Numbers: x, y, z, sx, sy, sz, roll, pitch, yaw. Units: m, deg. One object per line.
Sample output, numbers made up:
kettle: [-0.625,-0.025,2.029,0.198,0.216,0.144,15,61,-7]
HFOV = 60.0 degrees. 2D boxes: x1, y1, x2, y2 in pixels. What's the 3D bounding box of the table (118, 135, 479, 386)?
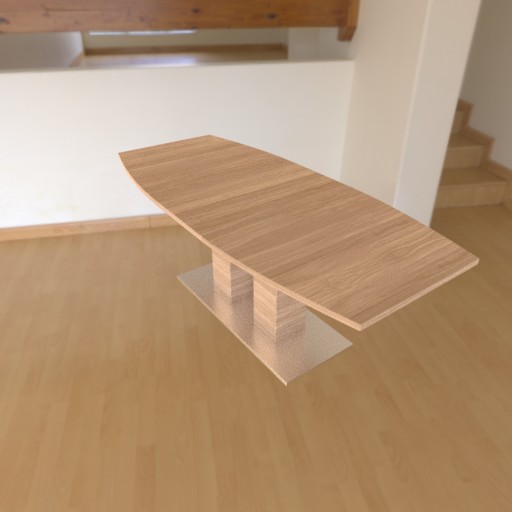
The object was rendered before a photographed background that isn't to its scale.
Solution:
table: [0.000,0.000,2.448,0.900,0.750,2.032,-21,37,-30]
